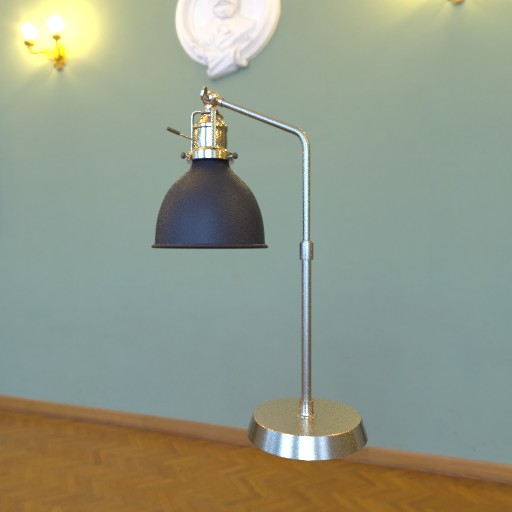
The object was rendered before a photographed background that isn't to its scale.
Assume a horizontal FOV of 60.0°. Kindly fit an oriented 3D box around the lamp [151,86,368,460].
[{"bbox_3d":[0.000,0.000,0.593,0.291,0.456,0.160,0,0,18],"label":"lamp"}]
